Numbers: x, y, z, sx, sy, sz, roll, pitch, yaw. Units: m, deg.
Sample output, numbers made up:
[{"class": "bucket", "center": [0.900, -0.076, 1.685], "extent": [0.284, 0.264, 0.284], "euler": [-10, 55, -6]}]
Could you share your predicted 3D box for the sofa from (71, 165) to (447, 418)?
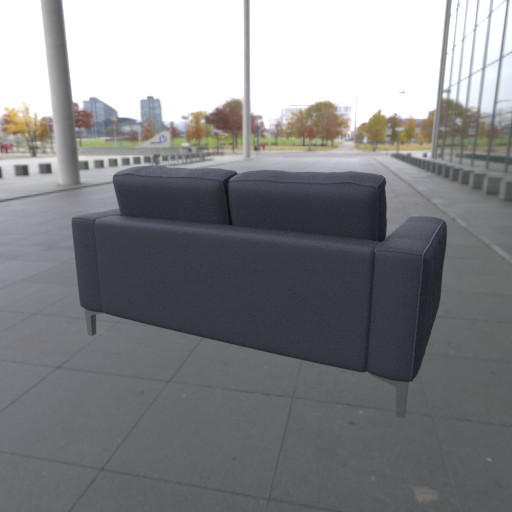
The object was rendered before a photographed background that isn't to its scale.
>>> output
[{"class": "sofa", "center": [0.000, 0.000, 2.249], "extent": [1.726, 0.893, 0.833], "euler": [7, 16, 26]}]
